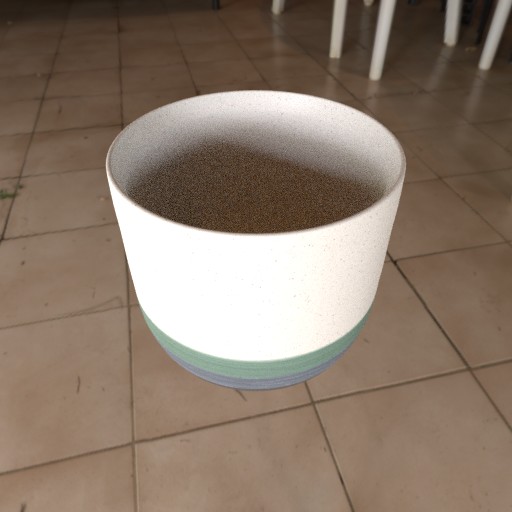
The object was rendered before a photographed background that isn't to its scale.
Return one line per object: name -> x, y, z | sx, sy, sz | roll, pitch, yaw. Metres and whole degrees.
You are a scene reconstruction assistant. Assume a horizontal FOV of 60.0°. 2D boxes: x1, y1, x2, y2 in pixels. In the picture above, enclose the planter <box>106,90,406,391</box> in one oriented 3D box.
planter -> 0.000, 0.000, 0.493 | 0.268, 0.270, 0.268 | 0, 41, 0
